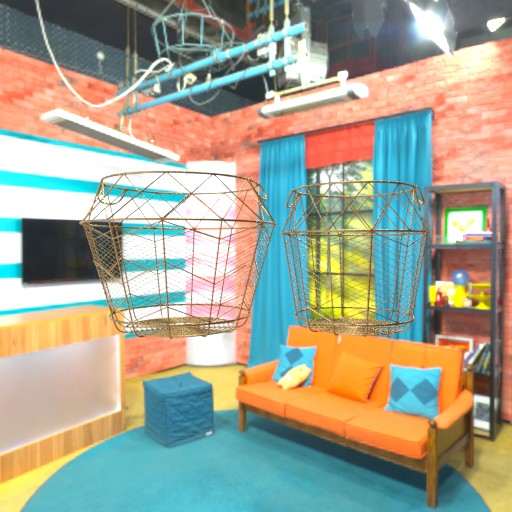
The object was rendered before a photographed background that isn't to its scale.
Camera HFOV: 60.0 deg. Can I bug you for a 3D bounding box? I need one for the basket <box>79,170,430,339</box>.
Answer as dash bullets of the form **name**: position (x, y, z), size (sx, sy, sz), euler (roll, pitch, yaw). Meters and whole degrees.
- **basket**: position (0.000, 0.000, 1.056), size (0.805, 0.343, 0.451), euler (0, 1, 0)
